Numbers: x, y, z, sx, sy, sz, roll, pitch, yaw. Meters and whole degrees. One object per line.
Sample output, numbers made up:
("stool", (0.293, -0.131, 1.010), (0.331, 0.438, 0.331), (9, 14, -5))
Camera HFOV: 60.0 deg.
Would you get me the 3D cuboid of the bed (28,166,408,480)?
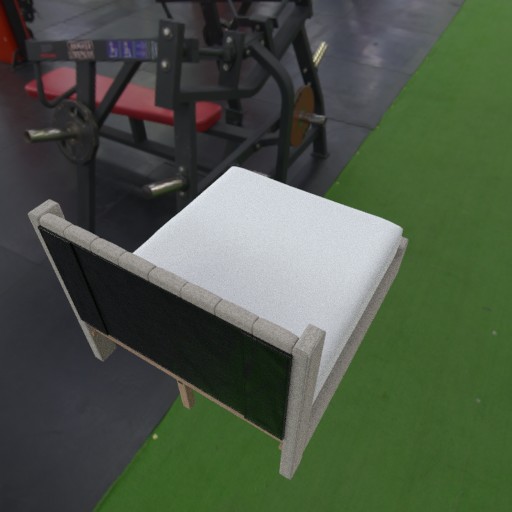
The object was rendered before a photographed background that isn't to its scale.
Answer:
("bed", (0.000, 0.000, 3.799), (2.044, 1.748, 2.372), (24, 50, 22))
